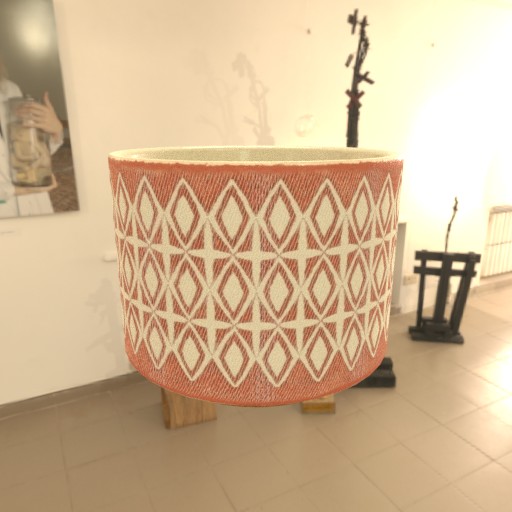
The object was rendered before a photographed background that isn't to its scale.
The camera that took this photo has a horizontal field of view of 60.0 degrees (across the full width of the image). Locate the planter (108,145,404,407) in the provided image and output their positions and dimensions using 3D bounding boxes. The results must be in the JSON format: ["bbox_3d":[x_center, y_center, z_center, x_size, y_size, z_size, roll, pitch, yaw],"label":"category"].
[{"bbox_3d":[0.000,0.000,0.321,0.192,0.148,0.192,0,16,0],"label":"planter"}]
